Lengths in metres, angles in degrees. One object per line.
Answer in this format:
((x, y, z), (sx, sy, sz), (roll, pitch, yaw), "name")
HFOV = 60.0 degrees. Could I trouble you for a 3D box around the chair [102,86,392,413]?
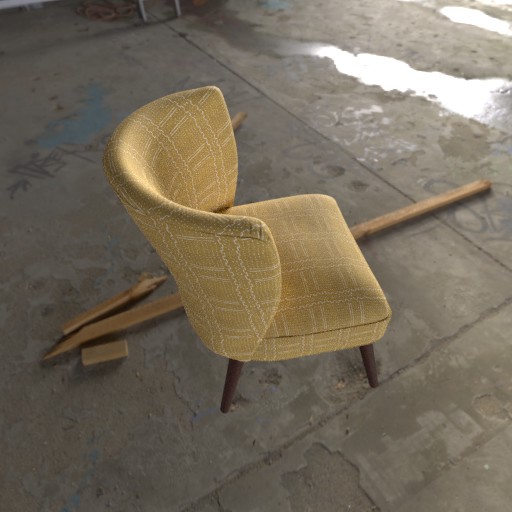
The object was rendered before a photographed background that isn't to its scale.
((0.000, 0.000, 1.419), (0.758, 0.866, 0.706), (-9, 46, -8), "chair")
